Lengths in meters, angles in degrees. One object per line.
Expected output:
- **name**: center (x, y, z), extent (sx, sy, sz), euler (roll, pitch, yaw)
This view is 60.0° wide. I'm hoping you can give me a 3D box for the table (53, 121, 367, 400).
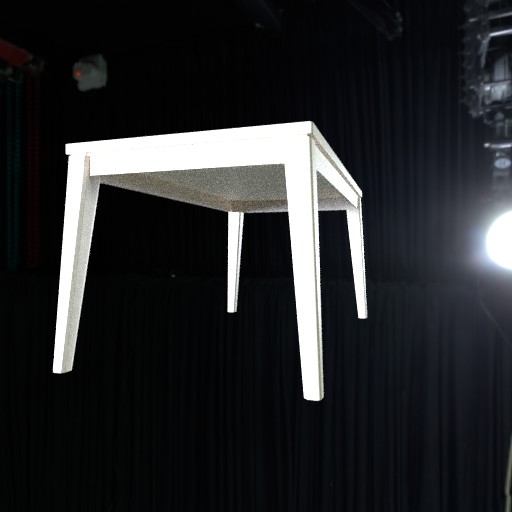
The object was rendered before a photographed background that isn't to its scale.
- **table**: center (0.000, 0.000, 2.086), extent (0.900, 0.760, 1.600), euler (0, 1, 18)
